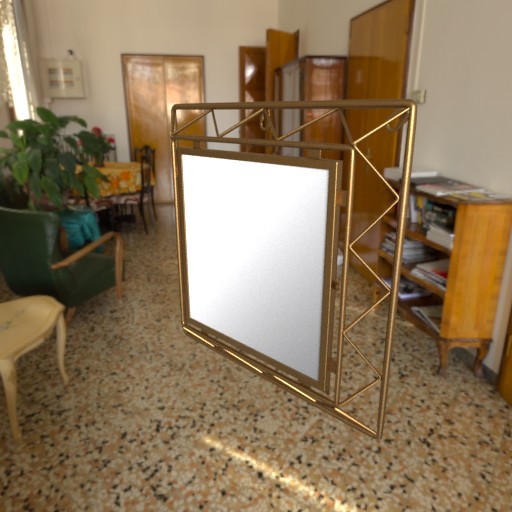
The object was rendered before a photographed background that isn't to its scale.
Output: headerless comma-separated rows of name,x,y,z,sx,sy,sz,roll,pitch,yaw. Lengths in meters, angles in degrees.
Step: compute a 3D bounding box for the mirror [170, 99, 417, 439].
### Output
mirror,0.000,0.000,0.629,0.416,0.414,0.046,17,24,42
